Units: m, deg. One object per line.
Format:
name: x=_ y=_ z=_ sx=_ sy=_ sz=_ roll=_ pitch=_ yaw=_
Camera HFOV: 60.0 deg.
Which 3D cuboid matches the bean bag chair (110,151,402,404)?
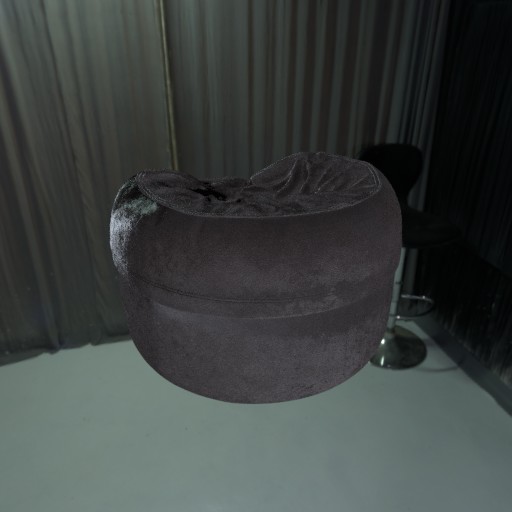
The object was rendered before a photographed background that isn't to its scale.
bean bag chair: x=0.000 y=0.000 z=1.504 sx=0.918 sy=0.605 sz=0.918 roll=0 pitch=27 yaw=0
